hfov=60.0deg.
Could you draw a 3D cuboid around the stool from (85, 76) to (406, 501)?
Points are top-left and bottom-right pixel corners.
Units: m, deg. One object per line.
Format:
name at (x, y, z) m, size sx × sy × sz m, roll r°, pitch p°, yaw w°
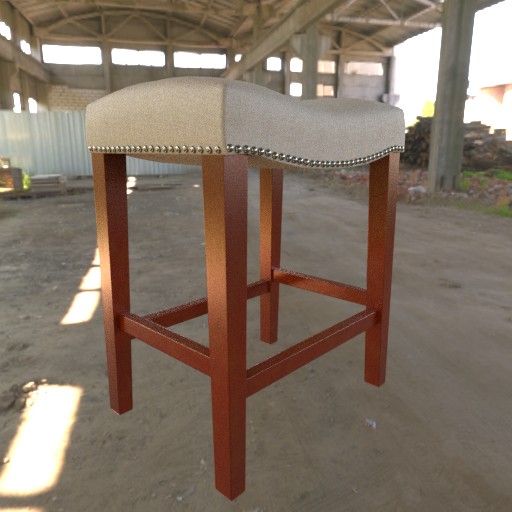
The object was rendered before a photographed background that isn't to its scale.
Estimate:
stool at (0.000, 0.000, 0.904) m, size 0.375 × 0.632 × 0.509 m, roll 13°, pitch 19°, yaw 42°
